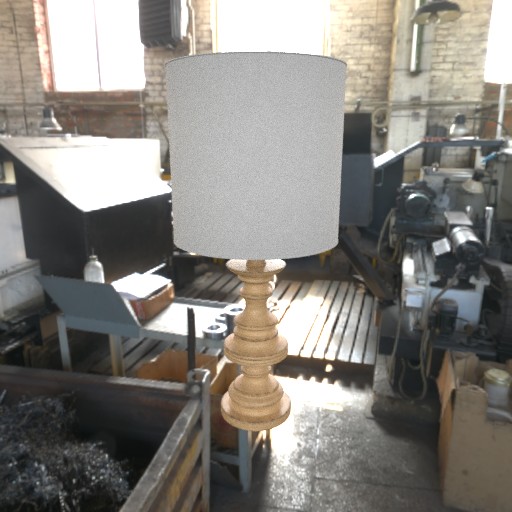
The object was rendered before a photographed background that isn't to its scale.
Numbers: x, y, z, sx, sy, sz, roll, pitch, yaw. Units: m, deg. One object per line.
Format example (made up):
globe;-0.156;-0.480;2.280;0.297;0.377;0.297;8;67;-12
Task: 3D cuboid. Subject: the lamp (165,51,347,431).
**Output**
lamp;0.000;0.000;0.576;0.208;0.455;0.208;-7;17;-25
